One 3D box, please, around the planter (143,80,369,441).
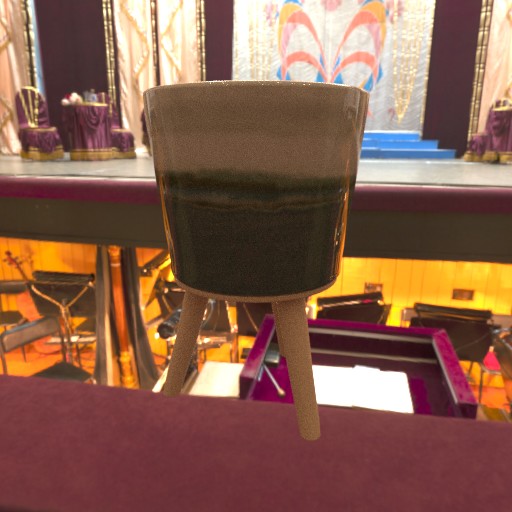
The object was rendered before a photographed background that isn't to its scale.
[{"bbox_3d":[0.000,0.000,0.477,0.217,0.331,0.217,2,15,9],"label":"planter"}]
